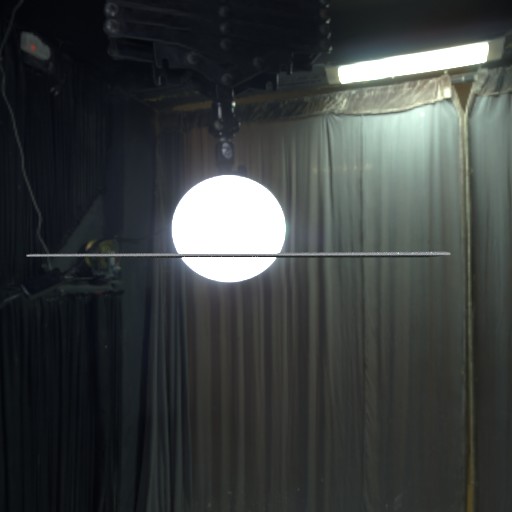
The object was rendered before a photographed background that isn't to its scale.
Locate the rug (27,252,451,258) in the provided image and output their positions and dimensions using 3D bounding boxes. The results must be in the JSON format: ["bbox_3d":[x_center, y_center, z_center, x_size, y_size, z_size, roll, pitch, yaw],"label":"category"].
[{"bbox_3d":[0.000,0.000,2.930,2.213,0.014,1.608,0,-1,18],"label":"rug"}]
